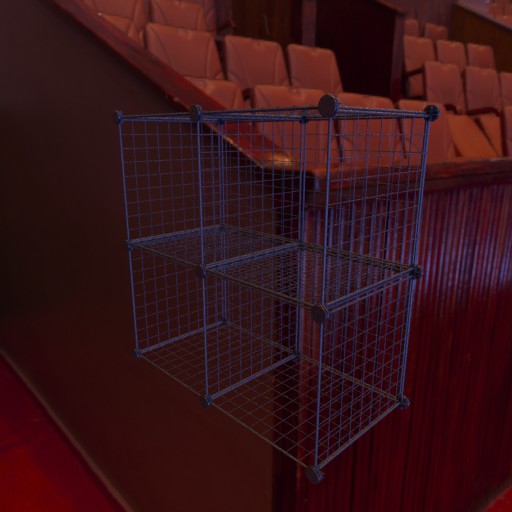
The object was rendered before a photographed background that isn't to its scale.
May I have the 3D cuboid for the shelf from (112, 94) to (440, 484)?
[{"bbox_3d":[0.000,0.000,1.120,0.356,0.711,0.711,-14,21,-42],"label":"shelf"}]
